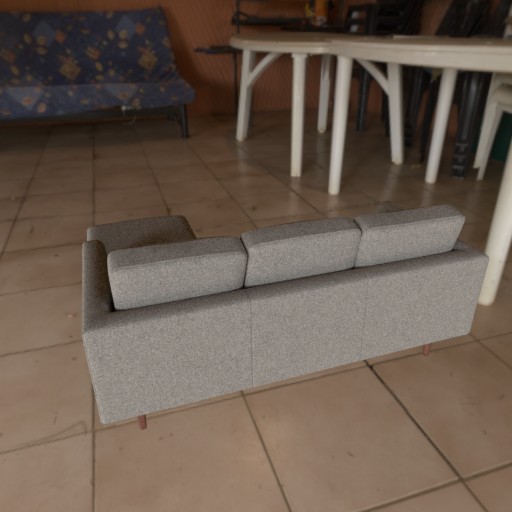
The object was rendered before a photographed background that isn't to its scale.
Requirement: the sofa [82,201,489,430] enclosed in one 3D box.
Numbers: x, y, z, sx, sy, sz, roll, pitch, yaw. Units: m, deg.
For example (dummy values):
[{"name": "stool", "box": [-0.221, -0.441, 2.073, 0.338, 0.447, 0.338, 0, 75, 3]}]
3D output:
[{"name": "sofa", "box": [0.000, 0.000, 2.845, 2.055, 0.957, 1.667, -9, 29, -17]}]
